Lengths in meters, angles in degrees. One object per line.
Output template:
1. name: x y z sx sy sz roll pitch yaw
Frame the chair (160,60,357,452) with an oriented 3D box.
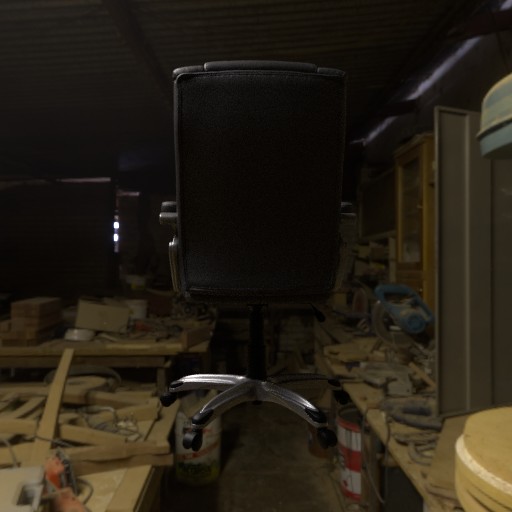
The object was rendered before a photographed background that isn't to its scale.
1. chair: 0.000 0.000 1.595 0.721 1.130 0.719 0 0 -1
